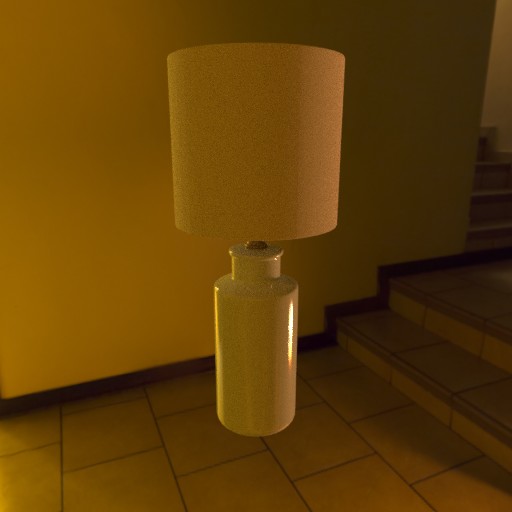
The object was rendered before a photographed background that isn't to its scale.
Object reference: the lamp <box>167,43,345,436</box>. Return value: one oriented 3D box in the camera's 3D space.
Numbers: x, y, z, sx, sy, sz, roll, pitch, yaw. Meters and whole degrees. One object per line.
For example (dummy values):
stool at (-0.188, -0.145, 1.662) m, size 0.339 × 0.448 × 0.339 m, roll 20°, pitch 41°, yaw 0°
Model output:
lamp at (0.000, 0.000, 0.602) m, size 0.212 × 0.493 × 0.212 m, roll -14°, pitch 21°, yaw -42°
